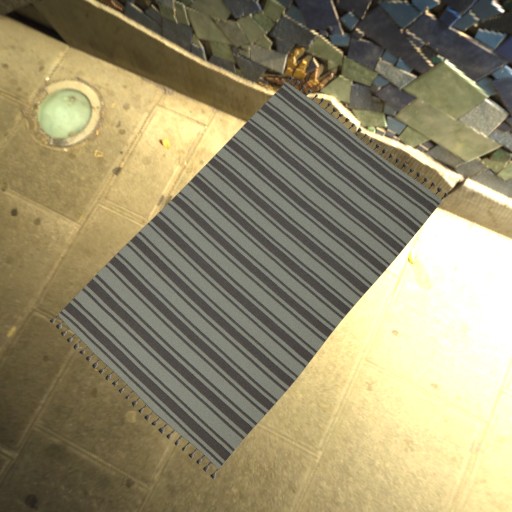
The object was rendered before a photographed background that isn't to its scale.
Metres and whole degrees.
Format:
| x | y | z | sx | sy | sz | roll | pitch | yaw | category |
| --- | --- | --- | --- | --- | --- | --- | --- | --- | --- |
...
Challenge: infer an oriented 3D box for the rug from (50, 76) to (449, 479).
| x | y | z | sx | sy | sz | roll | pitch | yaw | category |
| --- | --- | --- | --- | --- | --- | --- | --- | --- | --- |
| 0.000 | 0.000 | 2.544 | 1.229 | 0.011 | 2.096 | 41 | 80 | 9 | rug |
